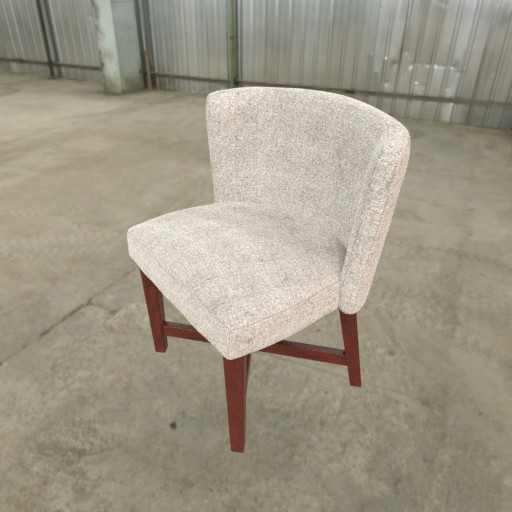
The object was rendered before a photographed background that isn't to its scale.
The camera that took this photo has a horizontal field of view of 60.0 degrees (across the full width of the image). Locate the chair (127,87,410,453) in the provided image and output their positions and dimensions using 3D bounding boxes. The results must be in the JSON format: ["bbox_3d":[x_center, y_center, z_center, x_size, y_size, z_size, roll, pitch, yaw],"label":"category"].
[{"bbox_3d":[0.000,0.000,1.267,0.575,0.827,0.728,-21,37,-30],"label":"chair"}]
